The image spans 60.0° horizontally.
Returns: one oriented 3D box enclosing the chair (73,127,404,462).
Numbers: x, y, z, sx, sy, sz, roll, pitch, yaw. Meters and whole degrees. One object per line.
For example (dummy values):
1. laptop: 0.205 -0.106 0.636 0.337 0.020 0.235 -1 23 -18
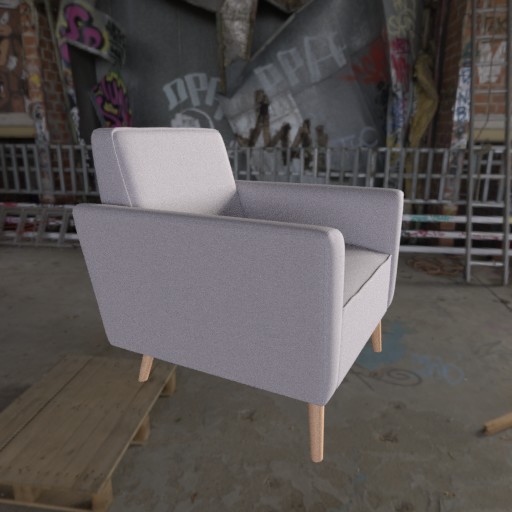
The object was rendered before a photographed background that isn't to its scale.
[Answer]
1. chair: 0.000 0.000 1.394 0.750 0.780 0.780 8 17 27
